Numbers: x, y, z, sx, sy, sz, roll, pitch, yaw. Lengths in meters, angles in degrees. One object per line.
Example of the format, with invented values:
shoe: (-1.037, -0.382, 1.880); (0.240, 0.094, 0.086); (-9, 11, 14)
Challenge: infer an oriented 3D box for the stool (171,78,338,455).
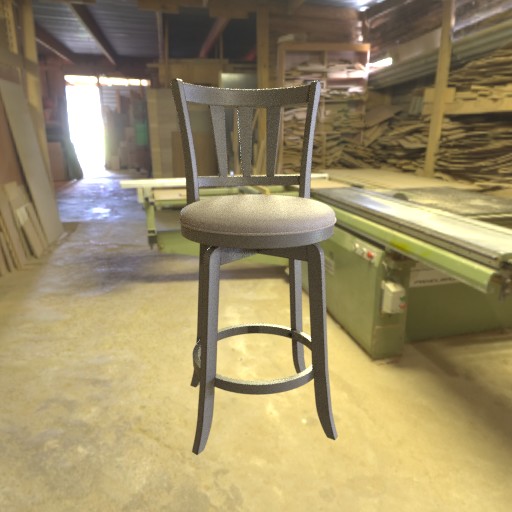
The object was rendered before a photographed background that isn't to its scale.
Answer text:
stool: (0.000, 0.000, 1.298); (0.450, 0.994, 0.486); (-2, 16, -9)
